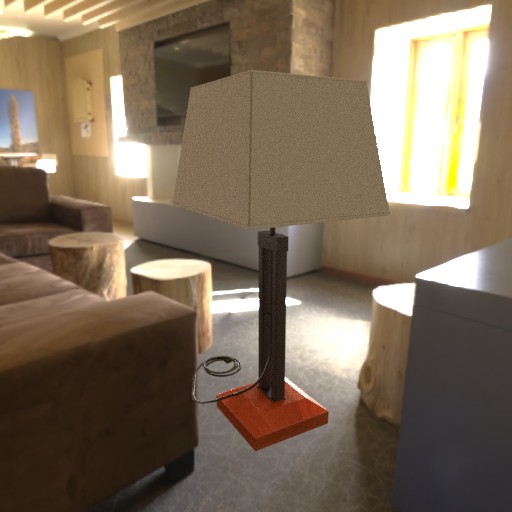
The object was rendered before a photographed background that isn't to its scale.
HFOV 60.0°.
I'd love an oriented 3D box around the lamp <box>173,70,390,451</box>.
[{"bbox_3d":[0.000,0.000,1.008,0.310,0.737,0.498,-8,16,-28],"label":"lamp"}]
